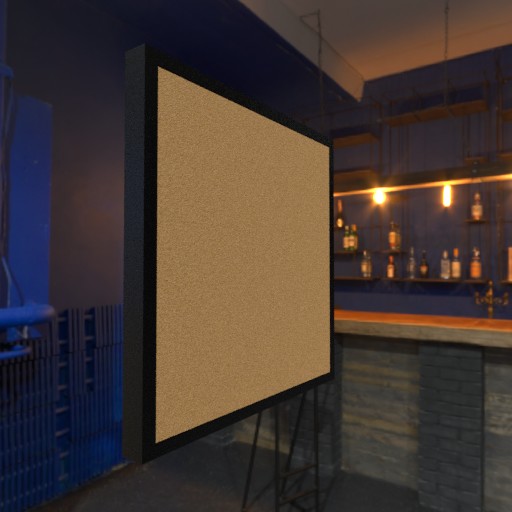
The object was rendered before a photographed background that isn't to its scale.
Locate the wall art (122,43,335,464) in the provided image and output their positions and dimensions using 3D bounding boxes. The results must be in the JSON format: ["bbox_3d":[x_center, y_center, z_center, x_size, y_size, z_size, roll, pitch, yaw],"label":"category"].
[{"bbox_3d":[0.000,0.000,0.746,0.038,0.506,0.506,-1,-2,36],"label":"wall art"}]
